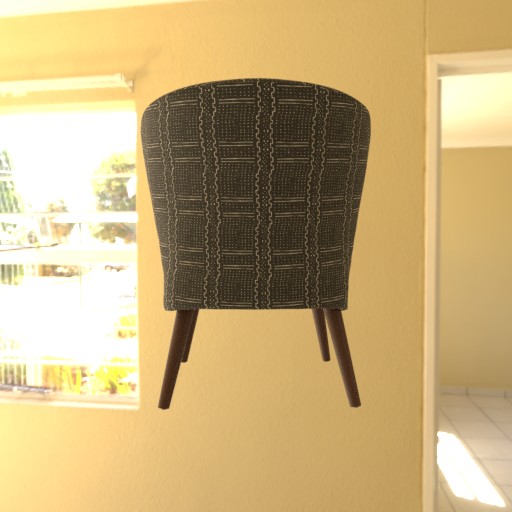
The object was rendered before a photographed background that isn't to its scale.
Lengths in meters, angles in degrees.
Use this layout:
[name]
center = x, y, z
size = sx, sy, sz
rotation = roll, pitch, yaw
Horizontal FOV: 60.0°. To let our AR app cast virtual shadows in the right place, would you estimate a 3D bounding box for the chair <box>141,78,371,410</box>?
[chair]
center = 0.000, 0.000, 1.423
size = 0.710, 0.866, 0.758
rotation = 0, 1, -2
